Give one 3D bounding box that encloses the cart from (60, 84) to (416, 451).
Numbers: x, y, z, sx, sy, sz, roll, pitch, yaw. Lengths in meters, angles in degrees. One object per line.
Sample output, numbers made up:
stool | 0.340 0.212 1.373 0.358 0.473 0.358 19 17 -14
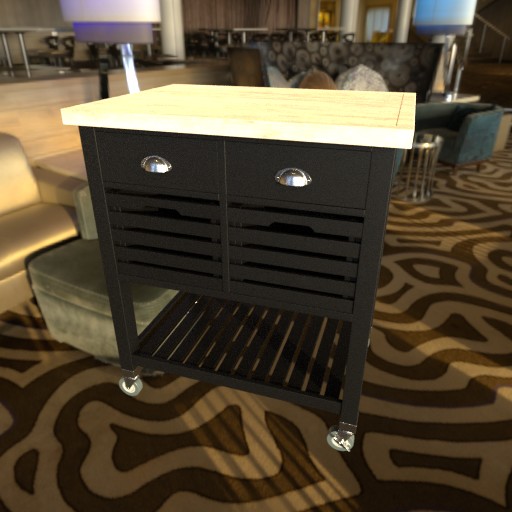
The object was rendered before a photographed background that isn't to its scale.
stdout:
cart | 0.000 0.000 1.375 0.797 0.920 0.567 8 28 16
